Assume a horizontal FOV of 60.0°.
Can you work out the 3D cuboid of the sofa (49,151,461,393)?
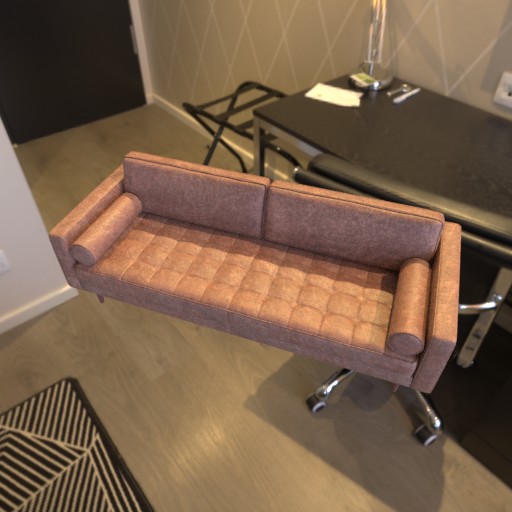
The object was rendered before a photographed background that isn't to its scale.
[{"bbox_3d":[0.000,0.000,2.644,2.210,0.762,0.914,14,45,14],"label":"sofa"}]
